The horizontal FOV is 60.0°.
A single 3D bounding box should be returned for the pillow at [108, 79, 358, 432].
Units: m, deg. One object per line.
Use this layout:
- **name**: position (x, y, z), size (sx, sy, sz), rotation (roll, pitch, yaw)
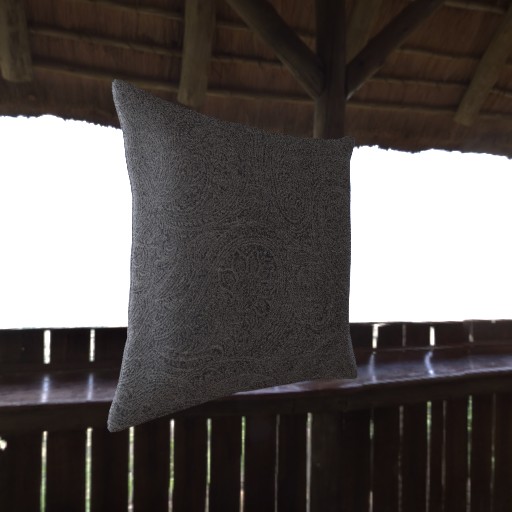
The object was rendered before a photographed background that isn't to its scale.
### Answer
- **pillow**: position (0.000, 0.000, 0.784), size (0.523, 0.510, 0.166), rotation (0, -1, -36)
